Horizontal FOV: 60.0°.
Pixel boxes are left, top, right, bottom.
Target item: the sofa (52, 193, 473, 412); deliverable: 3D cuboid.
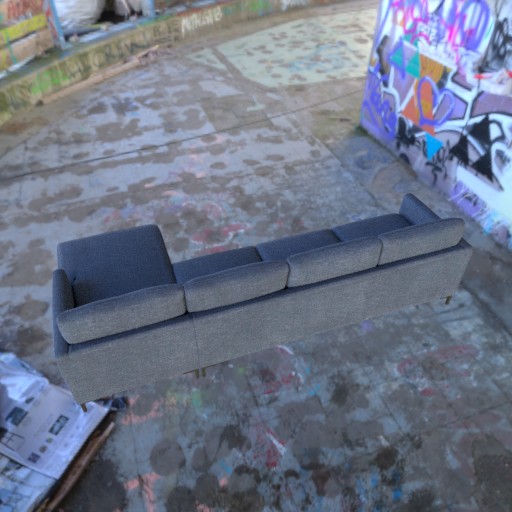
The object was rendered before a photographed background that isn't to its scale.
[{"bbox_3d":[0.000,0.000,3.438,2.932,0.810,1.350,-13,43,-15],"label":"sofa"}]
